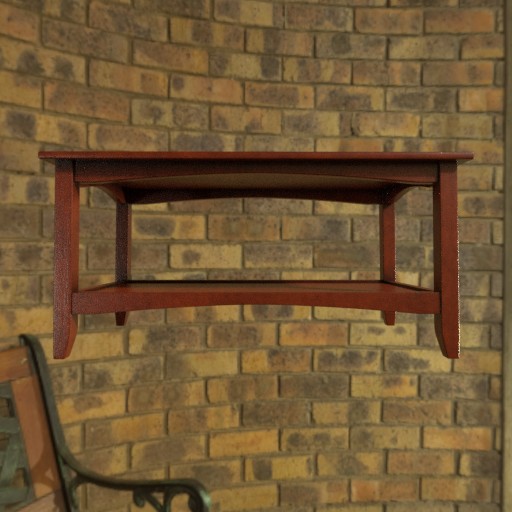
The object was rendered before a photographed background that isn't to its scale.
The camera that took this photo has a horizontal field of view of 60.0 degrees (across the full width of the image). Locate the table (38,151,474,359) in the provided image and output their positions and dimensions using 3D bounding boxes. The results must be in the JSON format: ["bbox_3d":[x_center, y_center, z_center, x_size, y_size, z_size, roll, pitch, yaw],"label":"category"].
[{"bbox_3d":[0.000,0.000,1.224,0.943,0.456,0.533,0,0,0],"label":"table"}]
